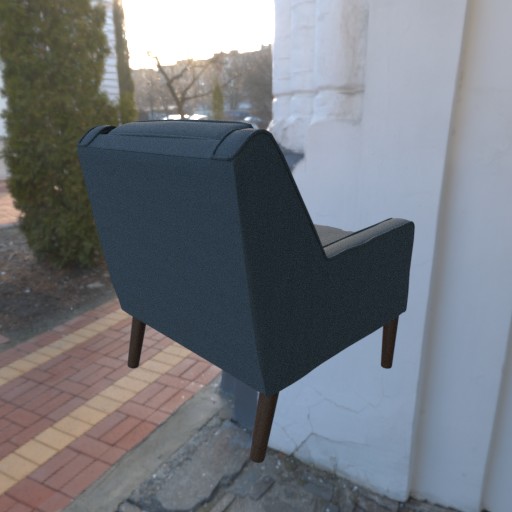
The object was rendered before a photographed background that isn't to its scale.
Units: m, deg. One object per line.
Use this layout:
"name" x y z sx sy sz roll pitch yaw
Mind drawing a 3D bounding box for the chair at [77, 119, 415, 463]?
"chair" 0.000 0.000 1.321 0.733 0.780 0.663 -16 23 -42
